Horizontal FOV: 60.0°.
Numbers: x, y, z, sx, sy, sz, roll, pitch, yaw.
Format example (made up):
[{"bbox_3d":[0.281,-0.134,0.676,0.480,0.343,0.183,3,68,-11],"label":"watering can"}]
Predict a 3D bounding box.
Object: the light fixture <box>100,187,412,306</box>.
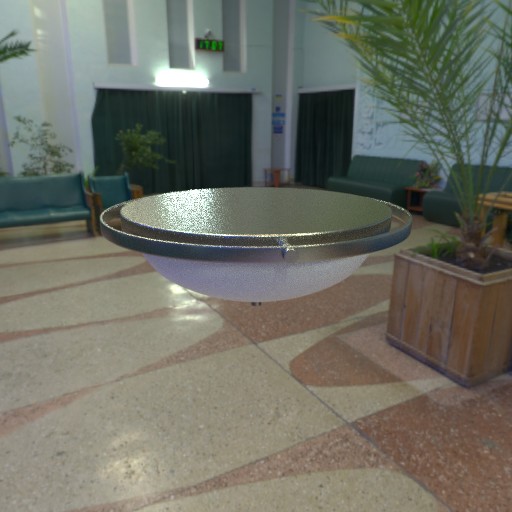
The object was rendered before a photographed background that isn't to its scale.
[{"bbox_3d":[0.000,0.000,0.556,0.361,0.130,0.361,0,16,0],"label":"light fixture"}]
